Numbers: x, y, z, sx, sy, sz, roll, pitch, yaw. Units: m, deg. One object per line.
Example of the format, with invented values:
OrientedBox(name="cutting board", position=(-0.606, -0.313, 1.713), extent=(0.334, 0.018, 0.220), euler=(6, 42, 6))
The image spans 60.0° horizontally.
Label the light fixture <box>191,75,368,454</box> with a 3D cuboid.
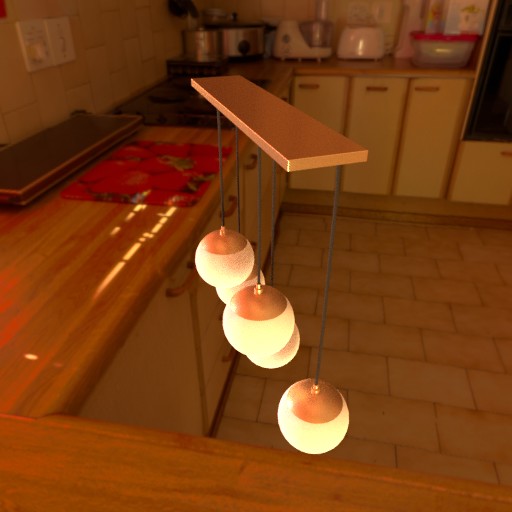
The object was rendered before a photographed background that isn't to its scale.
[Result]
OrientedBox(name="light fixture", position=(0.000, 0.000, 1.310), extent=(0.299, 0.869, 0.863), euler=(-11, 34, -16))
